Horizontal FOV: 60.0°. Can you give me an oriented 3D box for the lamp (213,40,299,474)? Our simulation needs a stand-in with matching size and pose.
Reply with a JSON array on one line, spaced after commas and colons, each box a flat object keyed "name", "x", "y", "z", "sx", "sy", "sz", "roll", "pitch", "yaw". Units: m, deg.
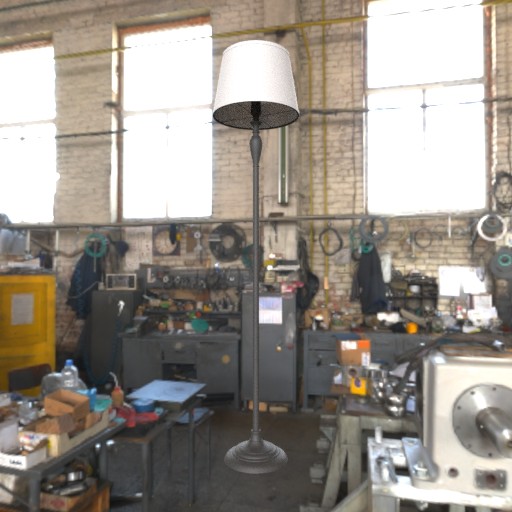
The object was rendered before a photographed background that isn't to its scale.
[{"name": "lamp", "x": 0.000, "y": 0.000, "z": 1.662, "sx": 0.327, "sy": 1.506, "sz": 0.327, "roll": 0, "pitch": -1, "yaw": -19}]
